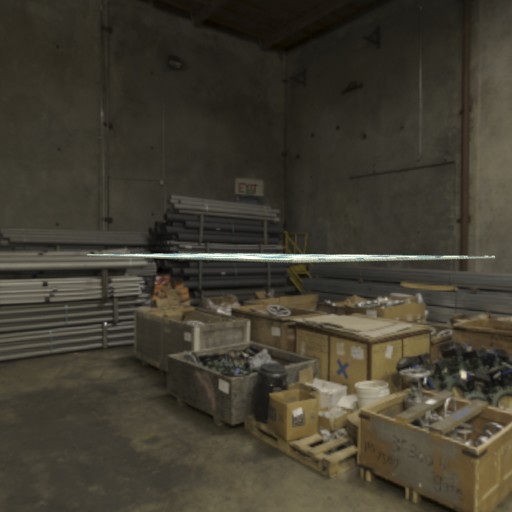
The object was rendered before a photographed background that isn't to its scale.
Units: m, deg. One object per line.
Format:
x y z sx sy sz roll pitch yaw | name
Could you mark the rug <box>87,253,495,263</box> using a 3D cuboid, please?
0.000 0.000 2.995 1.518 0.015 2.438 -1 1 -37 | rug
